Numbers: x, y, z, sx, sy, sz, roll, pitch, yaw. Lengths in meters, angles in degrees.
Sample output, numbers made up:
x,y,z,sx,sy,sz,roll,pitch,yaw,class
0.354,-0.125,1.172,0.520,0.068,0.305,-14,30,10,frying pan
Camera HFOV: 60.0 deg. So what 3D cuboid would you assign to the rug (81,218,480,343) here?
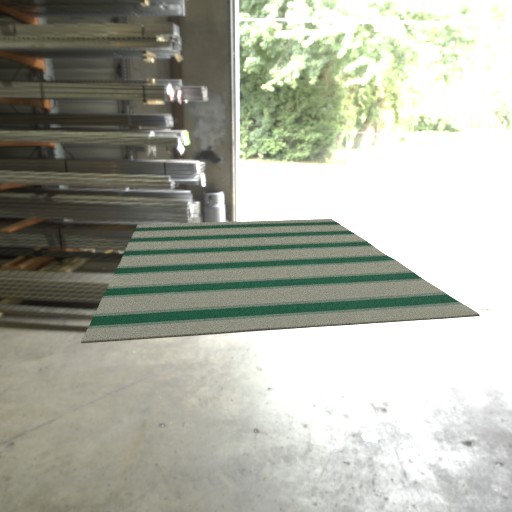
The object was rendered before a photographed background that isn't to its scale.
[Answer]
x,y,z,sx,sy,sz,roll,pitch,yaw,class
0.000,0.000,4.077,2.434,0.019,3.041,-2,17,-8,rug
